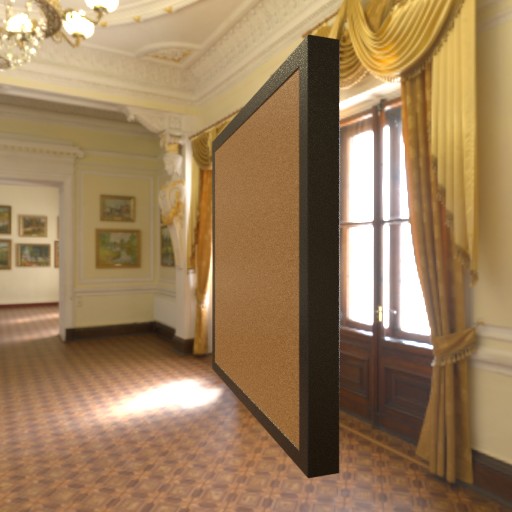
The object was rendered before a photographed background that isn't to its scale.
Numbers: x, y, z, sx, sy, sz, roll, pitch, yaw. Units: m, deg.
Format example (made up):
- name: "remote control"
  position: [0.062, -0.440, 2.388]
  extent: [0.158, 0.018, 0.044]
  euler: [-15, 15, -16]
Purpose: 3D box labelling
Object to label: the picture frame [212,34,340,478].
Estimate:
- name: "picture frame"
  position: [0.000, 0.000, 0.525]
  extent: [0.029, 0.353, 0.355]
  euler: [0, 0, -18]
